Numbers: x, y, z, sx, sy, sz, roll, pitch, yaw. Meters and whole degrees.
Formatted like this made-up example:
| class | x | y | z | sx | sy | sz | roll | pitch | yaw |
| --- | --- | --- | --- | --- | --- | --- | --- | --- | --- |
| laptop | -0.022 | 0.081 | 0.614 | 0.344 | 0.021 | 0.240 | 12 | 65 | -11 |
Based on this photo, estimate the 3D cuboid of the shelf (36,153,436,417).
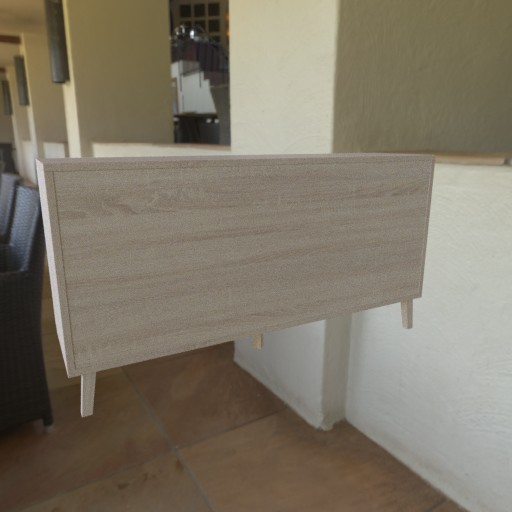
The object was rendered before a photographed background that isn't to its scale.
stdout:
| class | x | y | z | sx | sy | sz | roll | pitch | yaw |
| --- | --- | --- | --- | --- | --- | --- | --- | --- | --- |
| shelf | 0.000 | 0.000 | 1.778 | 1.490 | 0.780 | 0.400 | -8 | 17 | -27 |
